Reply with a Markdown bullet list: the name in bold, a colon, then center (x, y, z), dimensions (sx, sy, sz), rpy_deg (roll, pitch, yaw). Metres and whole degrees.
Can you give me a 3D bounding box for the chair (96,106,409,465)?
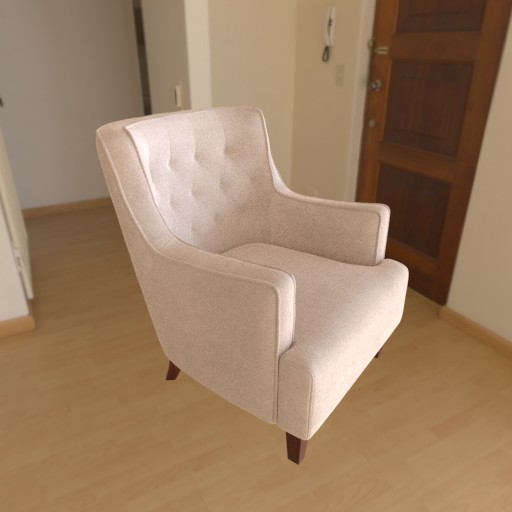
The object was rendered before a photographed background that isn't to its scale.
- **chair**: center (0.000, 0.000, 1.582), dimensions (0.910, 0.920, 0.781), rpy_deg (17, 30, 32)
